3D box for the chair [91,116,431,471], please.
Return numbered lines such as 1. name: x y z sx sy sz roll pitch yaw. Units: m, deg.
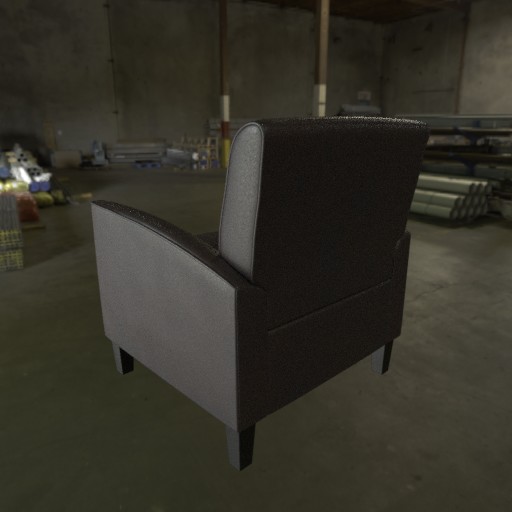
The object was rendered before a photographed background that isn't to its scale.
1. chair: 0.000 0.000 1.543 0.820 0.916 0.819 -15 22 -41
